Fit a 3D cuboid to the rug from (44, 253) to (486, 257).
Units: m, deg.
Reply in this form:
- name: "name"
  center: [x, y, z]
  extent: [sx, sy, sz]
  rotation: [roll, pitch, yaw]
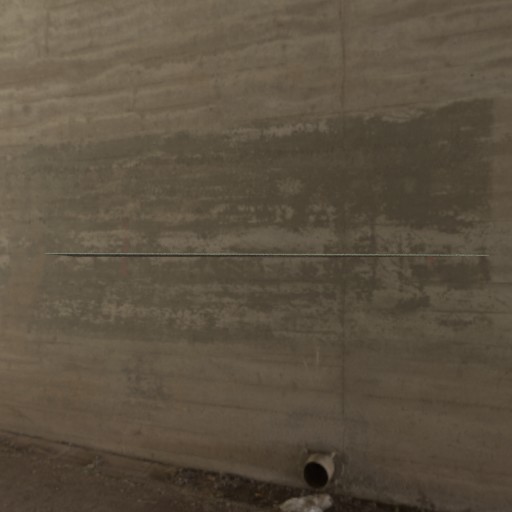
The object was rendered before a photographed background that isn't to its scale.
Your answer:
- name: "rug"
  center: [0.000, 0.000, 2.930]
  extent: [2.363, 0.004, 1.566]
  rotation: [0, -1, -17]
